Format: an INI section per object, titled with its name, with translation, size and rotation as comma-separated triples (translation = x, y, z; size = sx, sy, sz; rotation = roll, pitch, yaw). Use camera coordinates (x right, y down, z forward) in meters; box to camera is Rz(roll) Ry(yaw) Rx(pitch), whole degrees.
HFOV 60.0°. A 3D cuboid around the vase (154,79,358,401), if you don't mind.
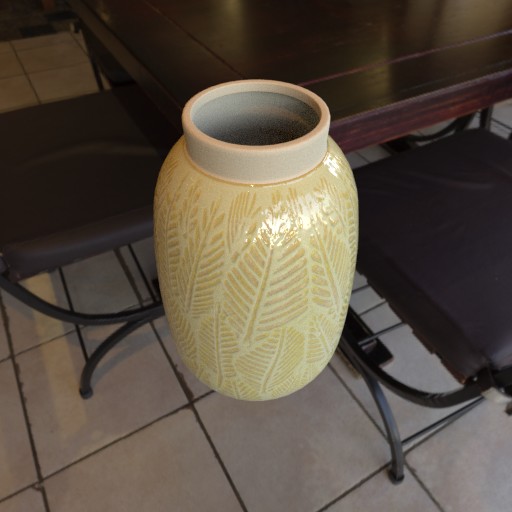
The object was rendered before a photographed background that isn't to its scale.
[vase]
translation = 0.000, 0.000, 0.385
size = 0.172, 0.270, 0.172
rotation = 0, 45, 0
